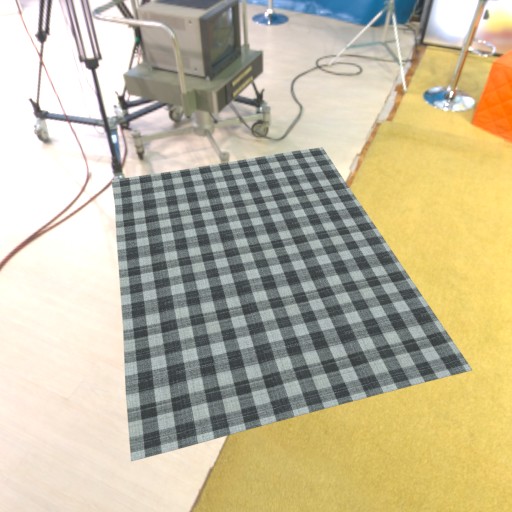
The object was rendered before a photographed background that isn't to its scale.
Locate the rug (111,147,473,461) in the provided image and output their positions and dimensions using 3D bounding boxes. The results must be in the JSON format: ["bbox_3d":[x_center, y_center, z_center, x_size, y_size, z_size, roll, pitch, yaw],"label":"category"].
[{"bbox_3d":[0.000,0.000,3.992,2.432,0.013,3.021,-11,47,-10],"label":"rug"}]
